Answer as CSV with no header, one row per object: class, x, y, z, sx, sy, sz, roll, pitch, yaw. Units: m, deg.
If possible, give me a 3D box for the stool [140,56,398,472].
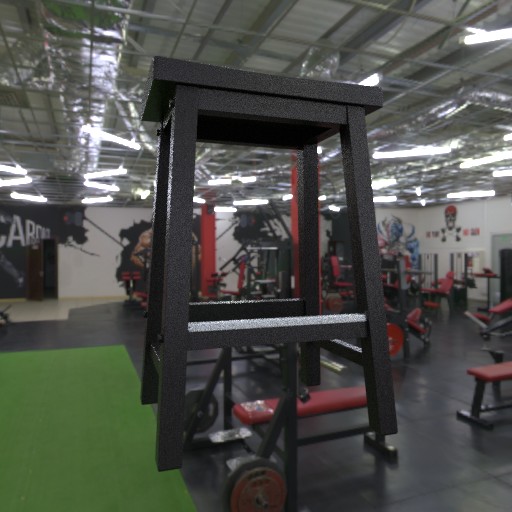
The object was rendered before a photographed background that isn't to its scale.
stool,0.000,0.000,0.843,0.406,0.610,0.322,0,1,-19
